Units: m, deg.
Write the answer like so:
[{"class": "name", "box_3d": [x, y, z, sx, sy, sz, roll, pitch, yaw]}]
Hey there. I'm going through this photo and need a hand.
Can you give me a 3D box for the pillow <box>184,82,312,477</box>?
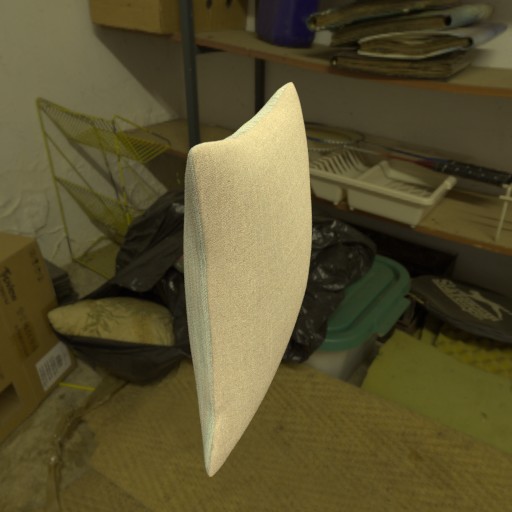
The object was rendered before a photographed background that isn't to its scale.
[{"class": "pillow", "box_3d": [0.000, 0.000, 0.770, 0.178, 0.506, 0.512, 7, 30, 13]}]
